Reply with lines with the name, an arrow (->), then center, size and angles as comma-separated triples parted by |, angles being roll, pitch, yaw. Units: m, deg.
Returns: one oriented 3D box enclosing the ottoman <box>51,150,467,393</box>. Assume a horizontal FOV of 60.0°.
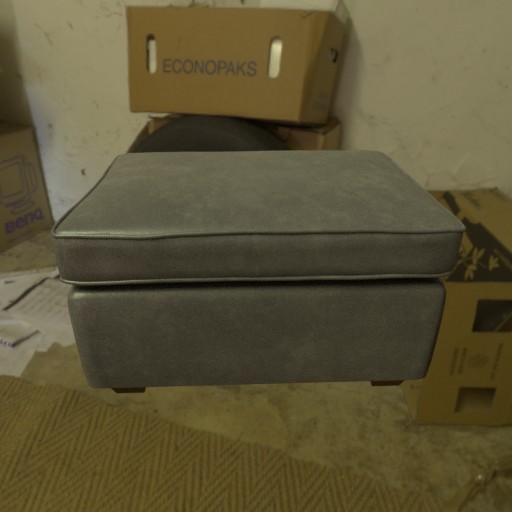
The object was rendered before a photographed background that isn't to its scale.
ottoman -> 0.000, 0.000, 1.099 | 0.756, 0.445, 0.554 | -1, 28, -2
